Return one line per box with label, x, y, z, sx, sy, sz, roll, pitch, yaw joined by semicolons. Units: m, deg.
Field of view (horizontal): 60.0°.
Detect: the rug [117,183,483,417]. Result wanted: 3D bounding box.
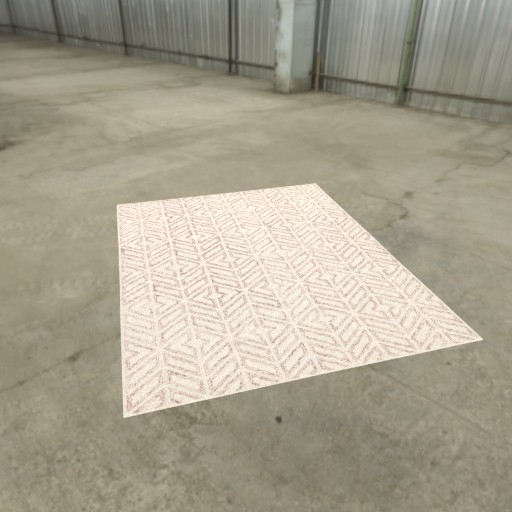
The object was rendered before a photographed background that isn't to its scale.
rug;0.000;0.000;4.054;2.421;0.008;3.045;-8;32;-14
